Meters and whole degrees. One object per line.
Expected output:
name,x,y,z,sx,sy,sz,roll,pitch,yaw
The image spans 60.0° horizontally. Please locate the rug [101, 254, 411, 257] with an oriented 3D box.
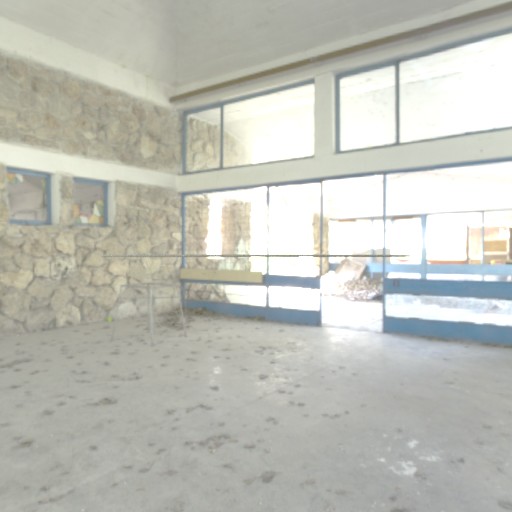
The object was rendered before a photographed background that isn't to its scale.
rug,0.000,0.000,3.607,2.382,0.014,2.382,0,0,0
